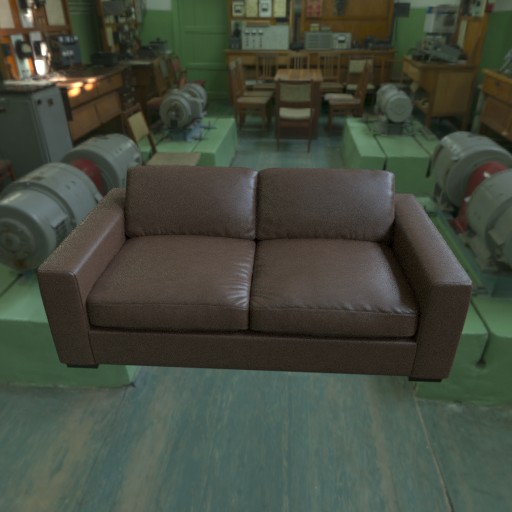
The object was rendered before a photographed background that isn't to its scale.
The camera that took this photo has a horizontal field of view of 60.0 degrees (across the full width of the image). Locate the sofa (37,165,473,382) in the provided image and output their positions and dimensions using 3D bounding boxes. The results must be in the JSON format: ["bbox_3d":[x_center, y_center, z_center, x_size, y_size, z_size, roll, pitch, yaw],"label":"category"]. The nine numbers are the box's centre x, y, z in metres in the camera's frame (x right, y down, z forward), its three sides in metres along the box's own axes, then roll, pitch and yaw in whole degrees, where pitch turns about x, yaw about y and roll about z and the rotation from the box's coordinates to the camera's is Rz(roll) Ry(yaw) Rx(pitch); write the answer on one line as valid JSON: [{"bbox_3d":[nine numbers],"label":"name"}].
[{"bbox_3d":[0.000,0.000,2.431,1.920,0.800,1.070,2,29,3],"label":"sofa"}]
